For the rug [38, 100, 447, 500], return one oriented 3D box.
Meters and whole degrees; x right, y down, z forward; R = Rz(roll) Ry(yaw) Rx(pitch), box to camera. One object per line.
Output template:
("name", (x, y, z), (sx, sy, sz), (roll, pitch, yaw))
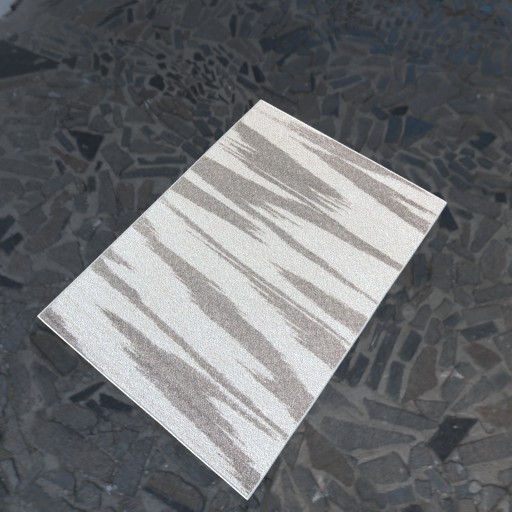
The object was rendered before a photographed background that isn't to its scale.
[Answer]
("rug", (0.000, 0.000, 2.719), (1.533, 0.010, 2.142), (34, 68, 16))
